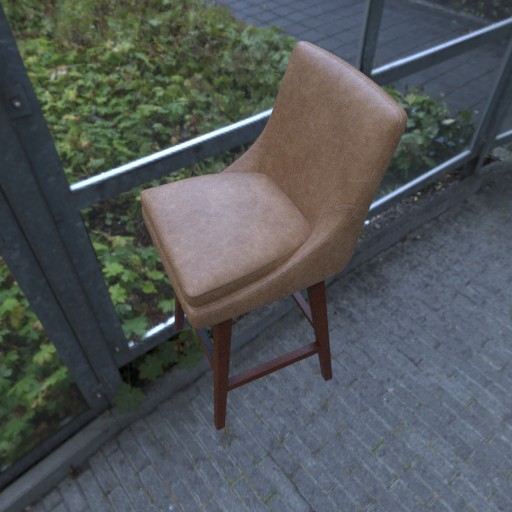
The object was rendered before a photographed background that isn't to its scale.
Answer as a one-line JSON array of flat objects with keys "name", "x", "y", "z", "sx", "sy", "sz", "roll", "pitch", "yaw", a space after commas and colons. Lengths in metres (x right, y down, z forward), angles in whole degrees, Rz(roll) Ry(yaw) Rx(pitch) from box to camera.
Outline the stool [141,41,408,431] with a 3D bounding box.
[{"name": "stool", "x": 0.000, "y": 0.000, "z": 1.388, "sx": 0.572, "sy": 1.079, "sz": 0.487, "roll": -19, "pitch": 49, "yaw": -17}]
